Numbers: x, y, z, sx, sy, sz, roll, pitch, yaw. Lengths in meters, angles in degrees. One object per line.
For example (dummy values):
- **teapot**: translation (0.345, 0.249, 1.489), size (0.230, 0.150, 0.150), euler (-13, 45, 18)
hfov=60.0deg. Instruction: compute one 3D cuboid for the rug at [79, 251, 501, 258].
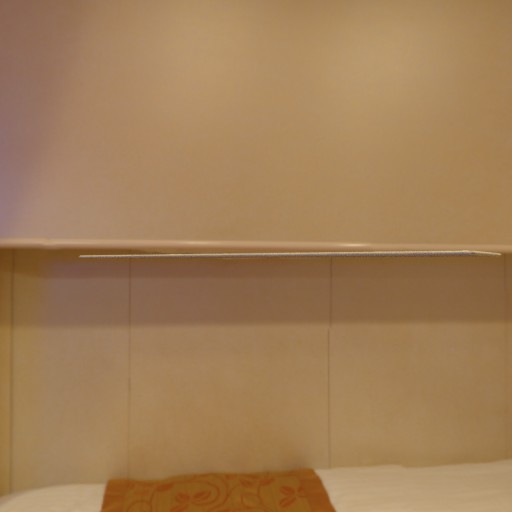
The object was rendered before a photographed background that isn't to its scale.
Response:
- **rug**: translation (0.000, 0.000, 2.413), size (2.276, 0.014, 0.678), euler (0, -1, 36)
